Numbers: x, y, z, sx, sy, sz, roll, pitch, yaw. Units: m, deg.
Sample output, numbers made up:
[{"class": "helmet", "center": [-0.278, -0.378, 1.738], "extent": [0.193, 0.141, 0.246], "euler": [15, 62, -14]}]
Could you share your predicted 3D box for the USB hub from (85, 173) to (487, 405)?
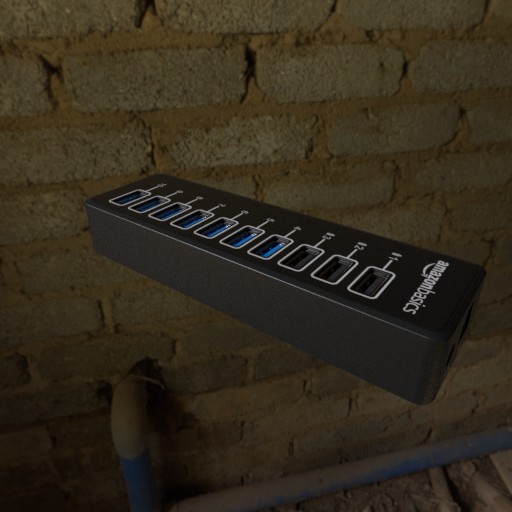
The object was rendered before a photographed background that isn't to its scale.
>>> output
[{"class": "USB hub", "center": [0.000, 0.000, 0.162], "extent": [0.145, 0.023, 0.044], "euler": [20, 36, 31]}]
